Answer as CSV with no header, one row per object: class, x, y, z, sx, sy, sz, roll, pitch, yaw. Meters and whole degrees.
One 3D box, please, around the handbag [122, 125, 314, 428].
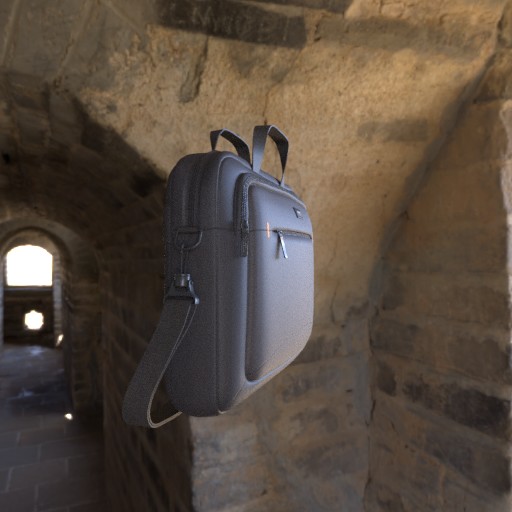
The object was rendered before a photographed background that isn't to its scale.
handbag,0.000,0.000,0.584,0.126,0.330,0.429,0,0,19
